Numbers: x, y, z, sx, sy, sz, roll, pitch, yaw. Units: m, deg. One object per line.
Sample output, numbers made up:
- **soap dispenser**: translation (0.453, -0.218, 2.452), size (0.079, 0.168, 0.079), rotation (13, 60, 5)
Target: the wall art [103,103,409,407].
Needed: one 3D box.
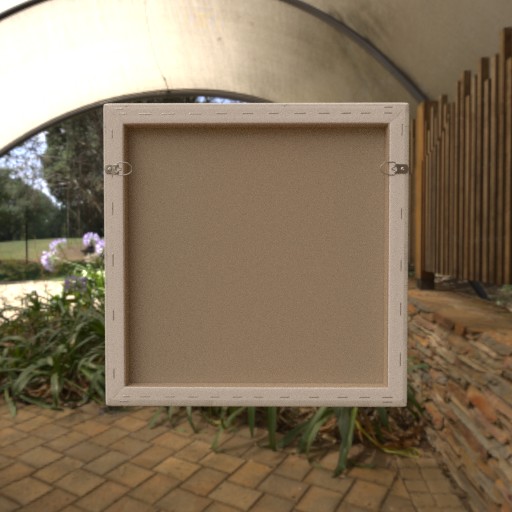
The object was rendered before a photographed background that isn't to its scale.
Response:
- **wall art**: translation (0.000, 0.000, 1.125), size (0.762, 0.762, 0.038), rotation (0, 1, 1)
